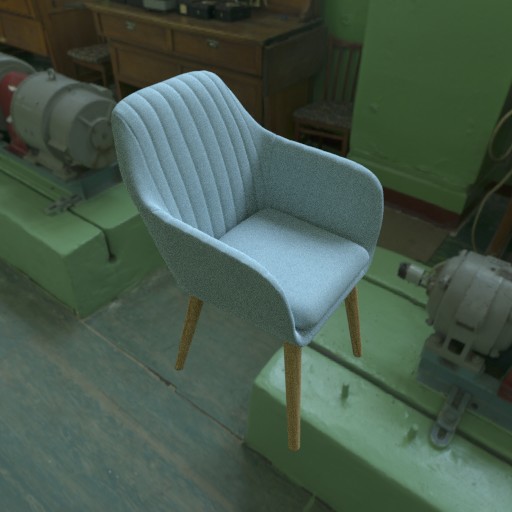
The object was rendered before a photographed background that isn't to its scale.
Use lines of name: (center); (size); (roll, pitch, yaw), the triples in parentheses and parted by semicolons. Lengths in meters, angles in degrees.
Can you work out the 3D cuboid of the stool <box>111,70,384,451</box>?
stool: (0.000, 0.000, 1.220); (0.590, 0.830, 0.503); (25, 46, 27)
